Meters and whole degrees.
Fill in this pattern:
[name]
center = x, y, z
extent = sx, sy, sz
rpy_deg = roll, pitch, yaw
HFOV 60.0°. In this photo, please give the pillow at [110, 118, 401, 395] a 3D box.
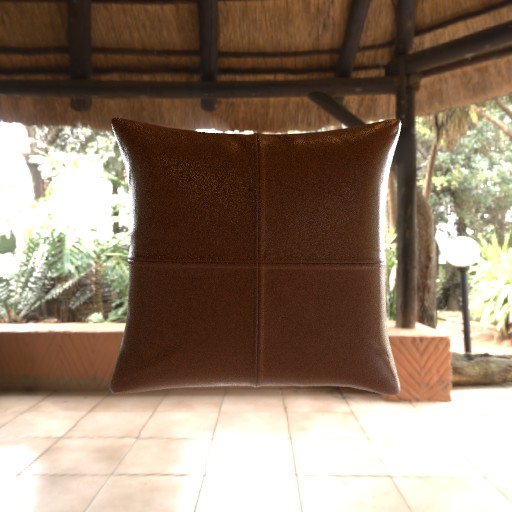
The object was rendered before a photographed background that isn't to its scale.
[pillow]
center = 0.000, 0.000, 0.755
extent = 0.501, 0.477, 0.192
rpy_deg = 0, -1, 0
